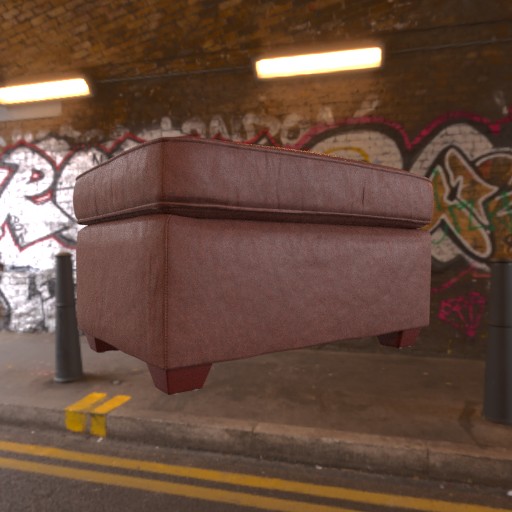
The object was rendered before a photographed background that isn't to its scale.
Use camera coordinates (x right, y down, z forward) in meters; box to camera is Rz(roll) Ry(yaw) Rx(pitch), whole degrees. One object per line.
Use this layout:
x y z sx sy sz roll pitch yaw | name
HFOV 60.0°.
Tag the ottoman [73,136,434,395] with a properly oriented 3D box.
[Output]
0.000 0.000 1.082 0.749 0.449 0.548 0 0 -36 | ottoman
